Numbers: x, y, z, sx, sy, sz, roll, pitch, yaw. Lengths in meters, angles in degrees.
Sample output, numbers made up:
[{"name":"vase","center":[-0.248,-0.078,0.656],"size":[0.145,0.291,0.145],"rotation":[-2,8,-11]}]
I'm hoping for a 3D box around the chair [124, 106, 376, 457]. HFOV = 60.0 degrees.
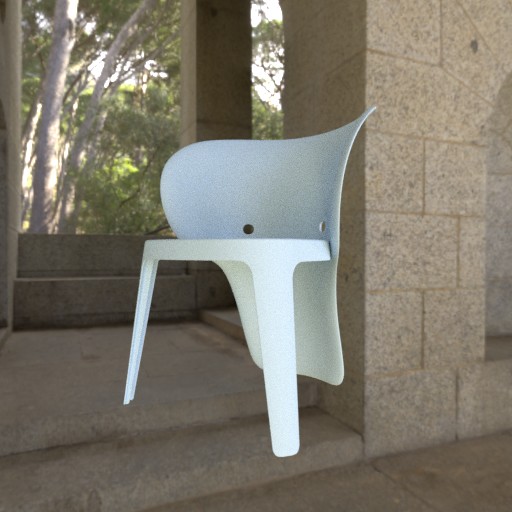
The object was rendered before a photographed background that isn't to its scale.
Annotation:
[{"name":"chair","center":[0.000,0.000,0.860],"size":[0.451,0.554,0.402],"rotation":[1,1,37]}]
